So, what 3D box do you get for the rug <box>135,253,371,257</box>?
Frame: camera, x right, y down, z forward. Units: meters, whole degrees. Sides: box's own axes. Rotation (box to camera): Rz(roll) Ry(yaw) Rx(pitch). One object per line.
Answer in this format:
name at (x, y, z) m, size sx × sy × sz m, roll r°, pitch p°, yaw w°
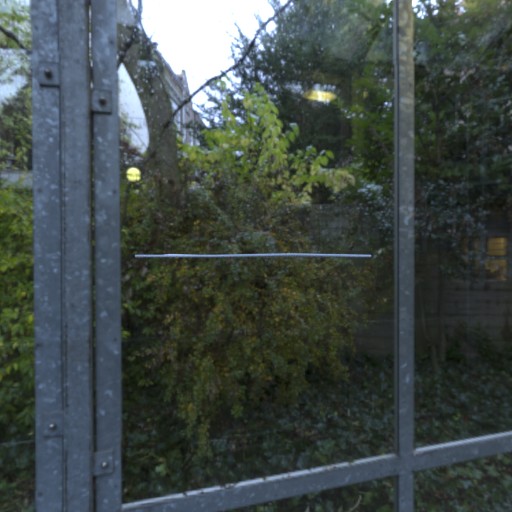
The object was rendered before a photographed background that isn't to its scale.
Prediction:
rug at (0.000, 0.000, 2.647) m, size 0.762 × 0.013 × 2.439 m, roll 0°, pitch 0°, yaw 0°
